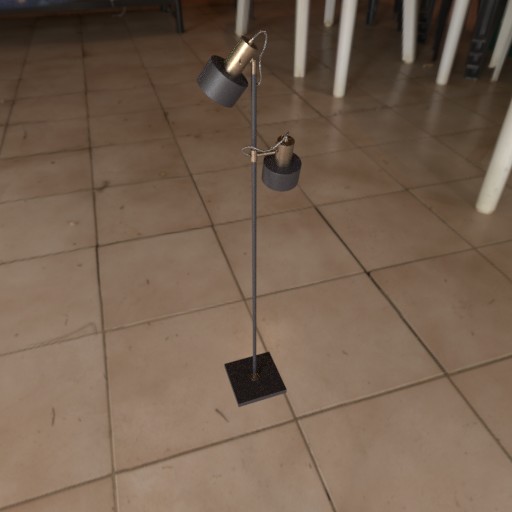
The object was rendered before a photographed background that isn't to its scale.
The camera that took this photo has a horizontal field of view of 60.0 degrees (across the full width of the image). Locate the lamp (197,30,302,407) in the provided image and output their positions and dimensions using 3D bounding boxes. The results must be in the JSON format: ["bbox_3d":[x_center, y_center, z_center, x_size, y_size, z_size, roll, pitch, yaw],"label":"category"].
[{"bbox_3d":[0.000,0.000,1.625,0.315,1.505,0.233,-12,41,-15],"label":"lamp"}]
